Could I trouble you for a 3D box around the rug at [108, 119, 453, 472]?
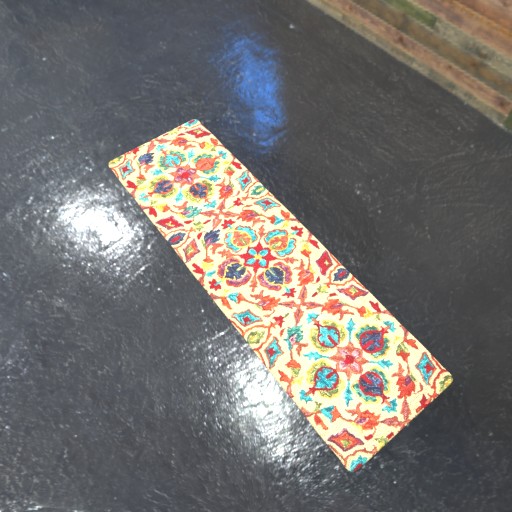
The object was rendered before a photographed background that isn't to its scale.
[{"bbox_3d":[0.000,0.000,2.496,0.693,0.016,2.273,-33,64,-18],"label":"rug"}]
